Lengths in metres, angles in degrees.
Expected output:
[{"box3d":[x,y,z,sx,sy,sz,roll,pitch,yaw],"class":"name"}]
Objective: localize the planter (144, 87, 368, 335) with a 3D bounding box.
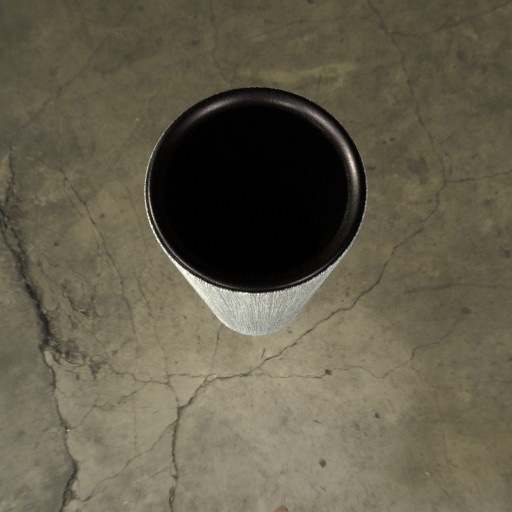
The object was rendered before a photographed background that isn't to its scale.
[{"box3d":[0.000,0.000,0.327,0.100,0.270,0.100,-21,77,-5],"class":"planter"}]
